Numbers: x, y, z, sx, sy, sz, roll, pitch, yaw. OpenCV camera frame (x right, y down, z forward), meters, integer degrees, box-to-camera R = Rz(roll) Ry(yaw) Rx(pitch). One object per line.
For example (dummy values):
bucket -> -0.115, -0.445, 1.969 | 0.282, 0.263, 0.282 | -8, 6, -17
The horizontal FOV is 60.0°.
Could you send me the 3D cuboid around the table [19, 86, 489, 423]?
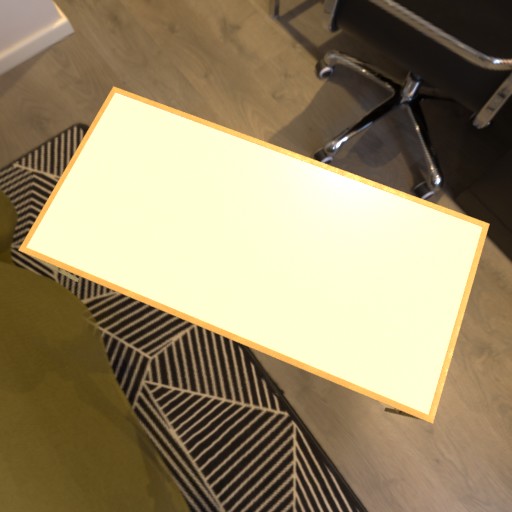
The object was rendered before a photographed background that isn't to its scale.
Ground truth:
table -> 0.000, 0.000, 1.449 | 1.206, 0.398, 0.580 | 22, 75, 6
